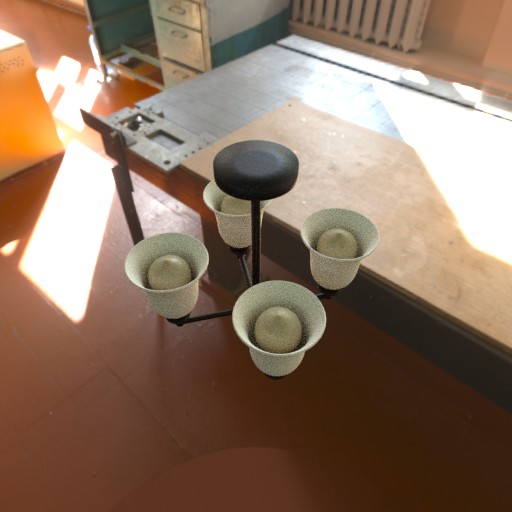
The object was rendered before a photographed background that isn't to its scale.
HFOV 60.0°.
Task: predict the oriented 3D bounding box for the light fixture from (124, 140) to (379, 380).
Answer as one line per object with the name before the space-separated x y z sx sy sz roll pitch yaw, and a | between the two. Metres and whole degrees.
light fixture | 0.000 0.000 1.877 1.069 0.925 1.069 -9 46 -9
